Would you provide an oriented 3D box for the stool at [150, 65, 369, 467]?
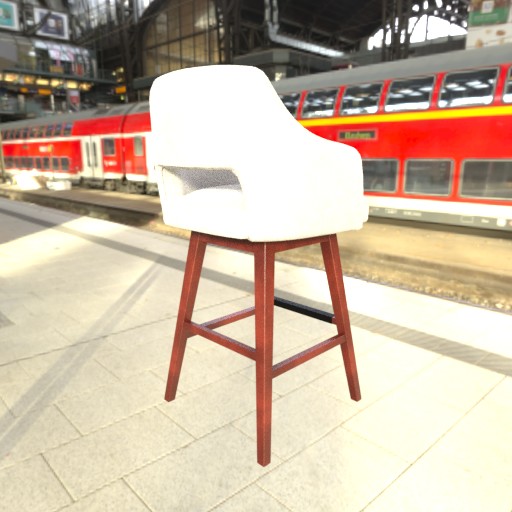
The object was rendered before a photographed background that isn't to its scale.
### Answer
[{"bbox_3d":[0.000,0.000,1.369,0.558,1.012,0.548,-13,18,-43],"label":"stool"}]
